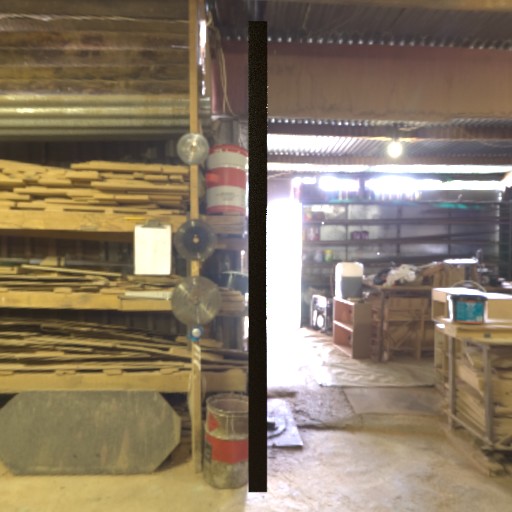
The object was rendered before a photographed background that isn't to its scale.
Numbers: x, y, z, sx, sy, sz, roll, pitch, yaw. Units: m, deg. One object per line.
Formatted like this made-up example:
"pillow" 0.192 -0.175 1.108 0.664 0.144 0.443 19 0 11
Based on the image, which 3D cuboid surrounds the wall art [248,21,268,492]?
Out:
"wall art" 0.000 0.000 0.585 0.019 0.455 0.314 0 1 -1
